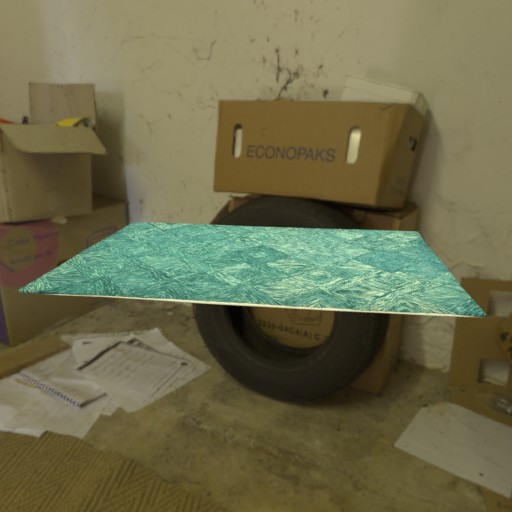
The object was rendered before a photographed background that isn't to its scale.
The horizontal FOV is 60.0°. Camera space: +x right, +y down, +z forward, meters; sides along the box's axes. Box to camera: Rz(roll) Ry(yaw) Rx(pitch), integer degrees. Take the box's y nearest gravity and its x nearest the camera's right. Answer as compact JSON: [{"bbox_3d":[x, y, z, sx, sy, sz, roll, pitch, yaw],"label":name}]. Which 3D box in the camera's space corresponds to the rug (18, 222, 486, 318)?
[{"bbox_3d":[0.000,0.000,2.135,1.728,0.017,1.136,2,18,7],"label":"rug"}]
